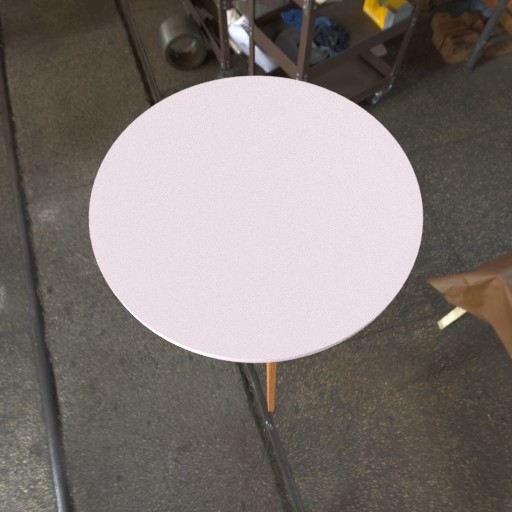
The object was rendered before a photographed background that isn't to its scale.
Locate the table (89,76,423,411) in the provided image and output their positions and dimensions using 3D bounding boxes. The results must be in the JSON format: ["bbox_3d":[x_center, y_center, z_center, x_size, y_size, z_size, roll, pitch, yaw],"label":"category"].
[{"bbox_3d":[0.000,0.000,1.545,0.896,0.762,0.896,0,64,0],"label":"table"}]
